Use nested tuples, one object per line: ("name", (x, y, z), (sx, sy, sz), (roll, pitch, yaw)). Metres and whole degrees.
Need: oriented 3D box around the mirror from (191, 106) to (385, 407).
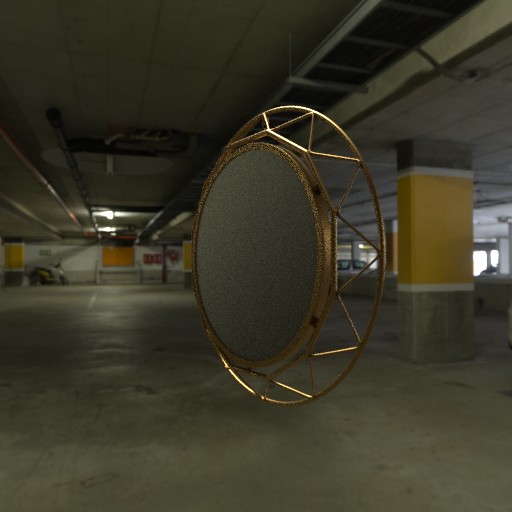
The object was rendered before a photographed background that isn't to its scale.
("mirror", (0.000, 0.000, 0.683), (0.043, 0.454, 0.454), (1, -1, -36))
